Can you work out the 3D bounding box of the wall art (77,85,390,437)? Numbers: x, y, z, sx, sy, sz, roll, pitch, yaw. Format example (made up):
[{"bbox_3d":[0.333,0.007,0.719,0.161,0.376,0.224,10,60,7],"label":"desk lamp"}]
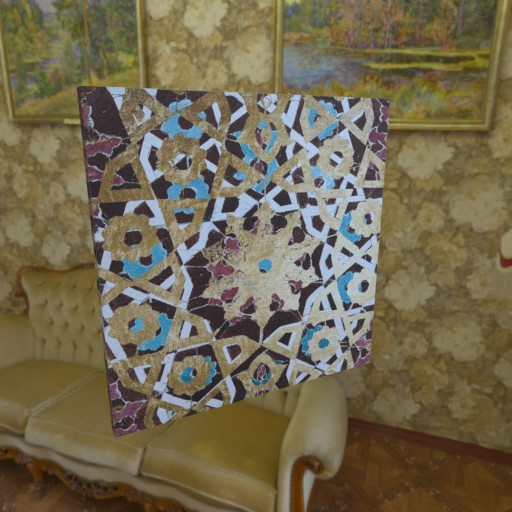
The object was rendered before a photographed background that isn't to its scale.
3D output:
[{"bbox_3d":[0.000,0.000,0.891,0.609,0.613,0.041,-8,18,-26],"label":"wall art"}]
